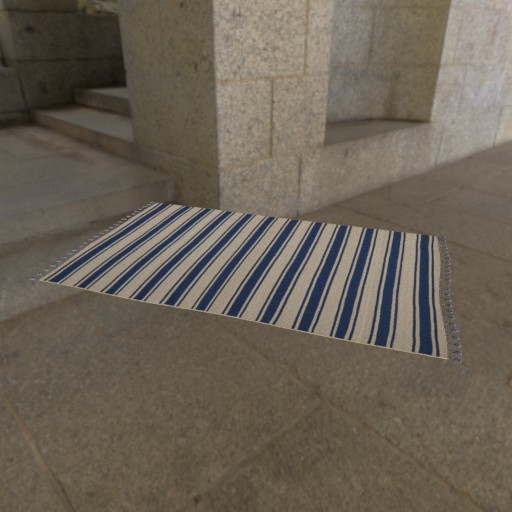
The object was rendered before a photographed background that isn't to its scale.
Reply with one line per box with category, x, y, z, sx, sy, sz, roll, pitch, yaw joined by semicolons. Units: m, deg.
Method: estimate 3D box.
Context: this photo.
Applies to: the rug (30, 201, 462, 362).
rug;0.000;0.000;2.534;2.108;0.009;1.248;8;28;16
